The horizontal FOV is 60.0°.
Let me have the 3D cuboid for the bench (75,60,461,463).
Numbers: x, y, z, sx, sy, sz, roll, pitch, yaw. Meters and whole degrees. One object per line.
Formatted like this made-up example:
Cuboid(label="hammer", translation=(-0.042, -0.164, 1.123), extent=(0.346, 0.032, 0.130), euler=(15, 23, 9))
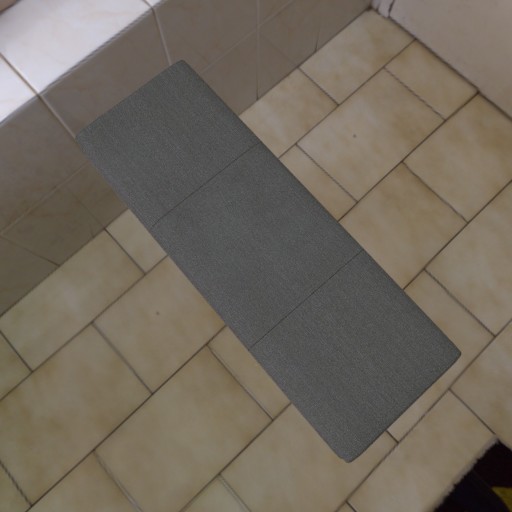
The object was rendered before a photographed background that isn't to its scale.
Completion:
Cuboid(label="bench", translation=(0.000, 0.000, 1.491), extent=(0.446, 0.438, 1.269), euler=(-40, 79, -9))
